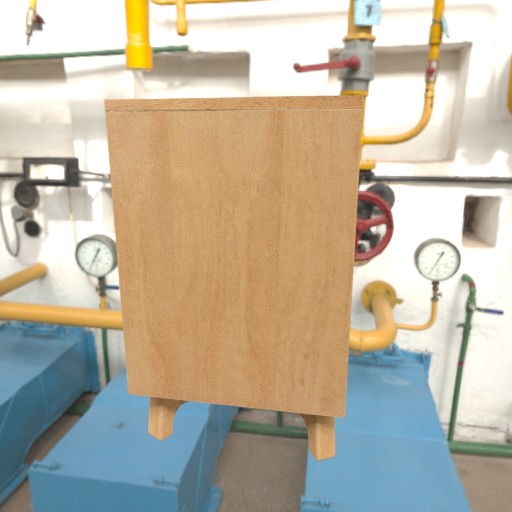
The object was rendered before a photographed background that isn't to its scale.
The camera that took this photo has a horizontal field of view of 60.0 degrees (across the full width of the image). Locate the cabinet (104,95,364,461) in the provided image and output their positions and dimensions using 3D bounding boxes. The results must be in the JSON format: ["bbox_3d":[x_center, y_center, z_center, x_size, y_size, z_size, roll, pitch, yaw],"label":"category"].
[{"bbox_3d":[0.000,0.000,0.957,0.394,0.599,0.551,3,15,10],"label":"cabinet"}]
